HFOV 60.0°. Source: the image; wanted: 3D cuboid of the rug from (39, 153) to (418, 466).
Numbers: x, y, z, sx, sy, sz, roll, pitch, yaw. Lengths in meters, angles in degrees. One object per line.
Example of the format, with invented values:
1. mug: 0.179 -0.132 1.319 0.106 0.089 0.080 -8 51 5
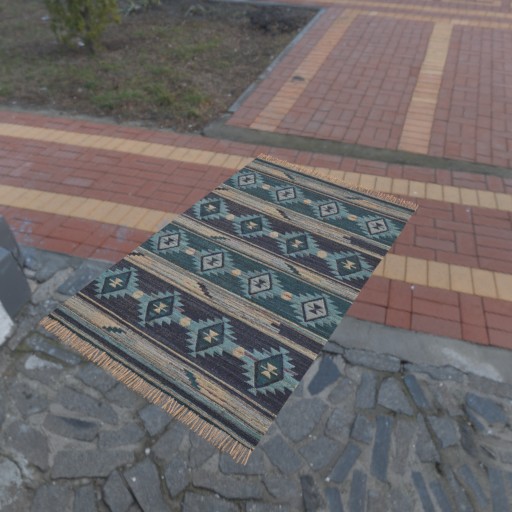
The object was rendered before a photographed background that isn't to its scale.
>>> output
1. rug: 0.000 0.000 2.418 1.181 0.028 1.936 24 47 24
